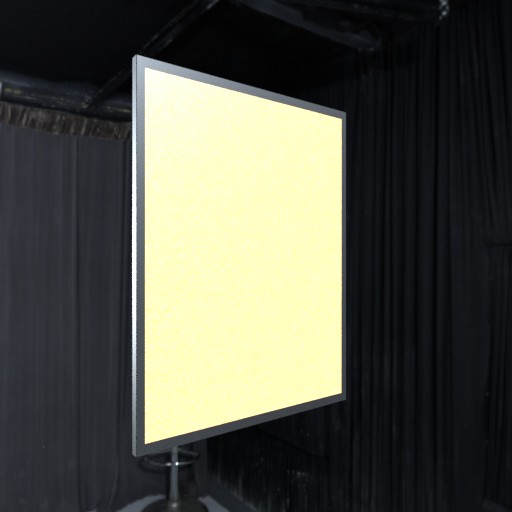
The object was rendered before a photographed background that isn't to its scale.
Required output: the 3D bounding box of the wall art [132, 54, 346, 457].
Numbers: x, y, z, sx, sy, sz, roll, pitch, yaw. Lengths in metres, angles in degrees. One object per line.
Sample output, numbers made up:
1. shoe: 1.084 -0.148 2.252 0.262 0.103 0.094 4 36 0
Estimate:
1. wall art: 0.000 0.000 1.368 0.774 1.027 0.030 0 0 -36
